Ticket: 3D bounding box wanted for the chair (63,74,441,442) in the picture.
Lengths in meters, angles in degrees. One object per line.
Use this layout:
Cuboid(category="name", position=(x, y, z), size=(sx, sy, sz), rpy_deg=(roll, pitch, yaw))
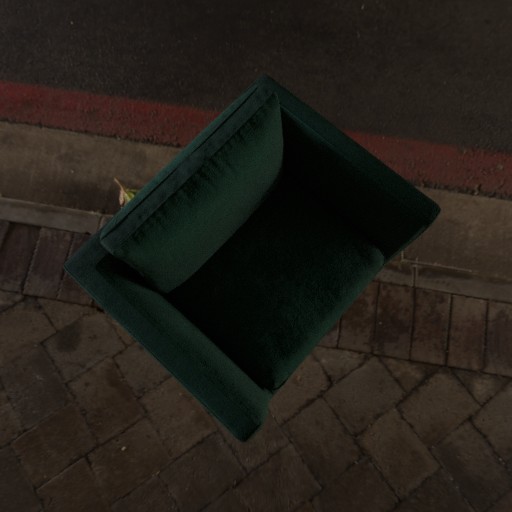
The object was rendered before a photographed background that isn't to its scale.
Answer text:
Cuboid(category="chair", position=(0.000, 0.000, 1.763), size=(0.852, 0.997, 1.047), rpy_deg=(41, 78, 10))
